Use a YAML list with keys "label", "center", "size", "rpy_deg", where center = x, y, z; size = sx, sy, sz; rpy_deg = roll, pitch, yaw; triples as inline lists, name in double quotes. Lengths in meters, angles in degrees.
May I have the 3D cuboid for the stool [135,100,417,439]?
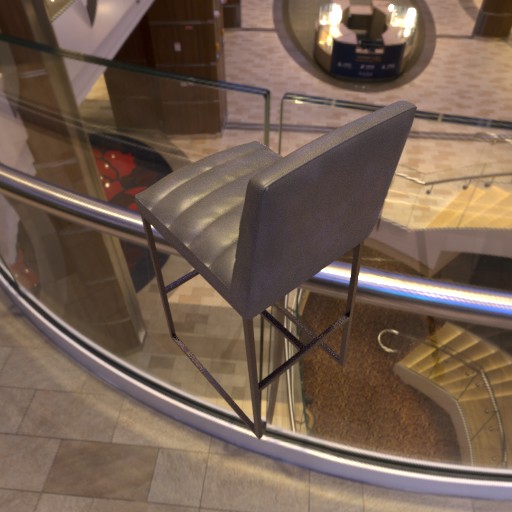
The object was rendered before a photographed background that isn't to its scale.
- label: "stool"
  center: [0.000, 0.000, 1.348]
  size: [0.463, 1.065, 0.562]
  rpy_deg: [-32, 54, -27]
